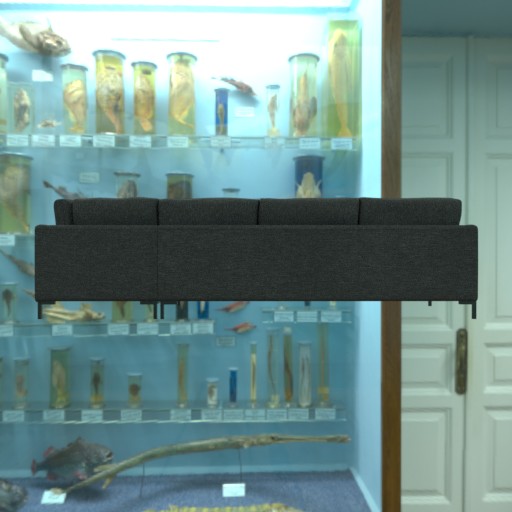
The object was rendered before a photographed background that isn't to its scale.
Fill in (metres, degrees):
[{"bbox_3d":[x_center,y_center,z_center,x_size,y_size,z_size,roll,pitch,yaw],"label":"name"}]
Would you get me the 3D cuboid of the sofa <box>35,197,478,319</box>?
[{"bbox_3d":[0.000,0.000,3.871,2.949,0.815,2.007,0,0,0],"label":"sofa"}]
